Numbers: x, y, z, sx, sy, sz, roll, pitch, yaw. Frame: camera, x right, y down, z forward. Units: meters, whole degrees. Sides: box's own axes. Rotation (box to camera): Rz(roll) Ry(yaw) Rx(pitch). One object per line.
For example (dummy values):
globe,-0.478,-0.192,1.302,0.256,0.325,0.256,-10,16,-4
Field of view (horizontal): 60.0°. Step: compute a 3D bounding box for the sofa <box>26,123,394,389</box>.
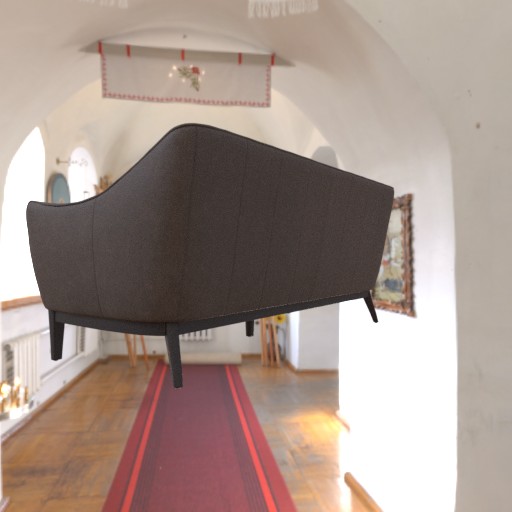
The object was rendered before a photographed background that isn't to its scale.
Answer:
sofa,0.000,0.000,2.245,0.869,0.831,1.928,0,0,37
